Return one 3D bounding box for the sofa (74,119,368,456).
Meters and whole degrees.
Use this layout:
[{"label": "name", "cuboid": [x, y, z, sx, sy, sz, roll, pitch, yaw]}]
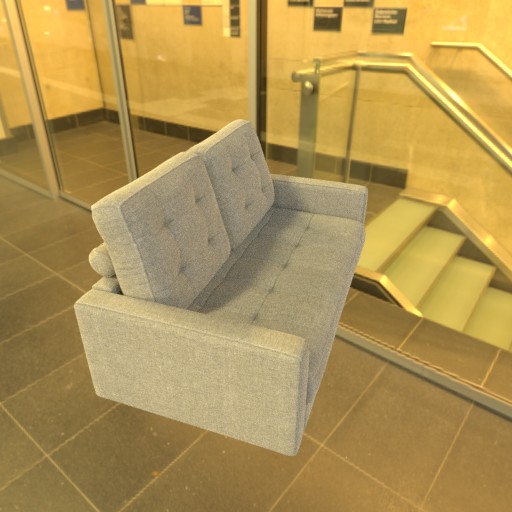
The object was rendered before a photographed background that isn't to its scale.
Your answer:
[{"label": "sofa", "cuboid": [0.000, 0.000, 1.963, 0.842, 0.907, 1.407, 10, 32, 17]}]
